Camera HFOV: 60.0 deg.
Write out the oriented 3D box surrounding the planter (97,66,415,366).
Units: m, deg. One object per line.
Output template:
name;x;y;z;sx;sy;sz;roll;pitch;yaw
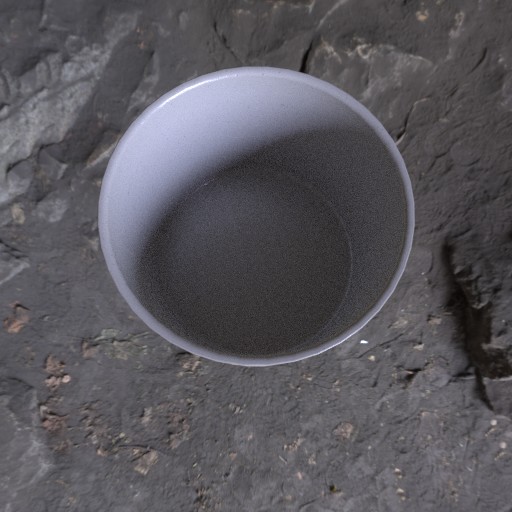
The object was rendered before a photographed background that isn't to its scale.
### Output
planter;0.000;0.000;0.389;0.188;0.260;0.188;0;76;0
